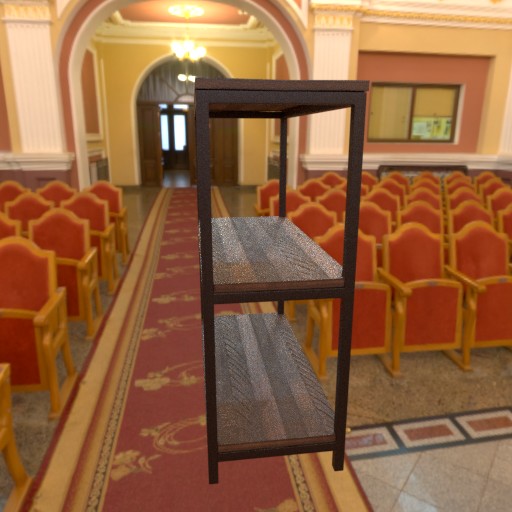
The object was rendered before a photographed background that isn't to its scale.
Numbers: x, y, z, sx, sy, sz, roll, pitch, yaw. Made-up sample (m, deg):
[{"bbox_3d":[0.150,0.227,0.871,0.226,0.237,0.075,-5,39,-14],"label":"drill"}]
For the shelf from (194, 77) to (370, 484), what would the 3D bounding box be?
[{"bbox_3d":[0.000,0.000,1.393,0.352,0.947,0.822,-2,15,-8],"label":"shelf"}]
